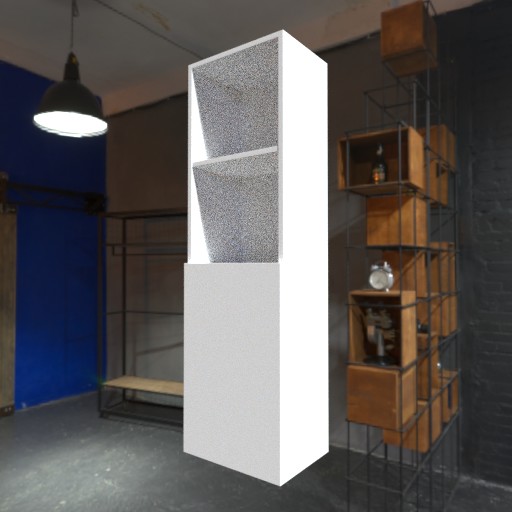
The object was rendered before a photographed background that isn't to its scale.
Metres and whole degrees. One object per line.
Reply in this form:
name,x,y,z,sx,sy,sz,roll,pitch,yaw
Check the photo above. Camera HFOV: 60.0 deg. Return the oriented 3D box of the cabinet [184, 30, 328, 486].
cabinet,0.000,0.000,1.542,0.400,1.350,0.300,-1,-1,37
